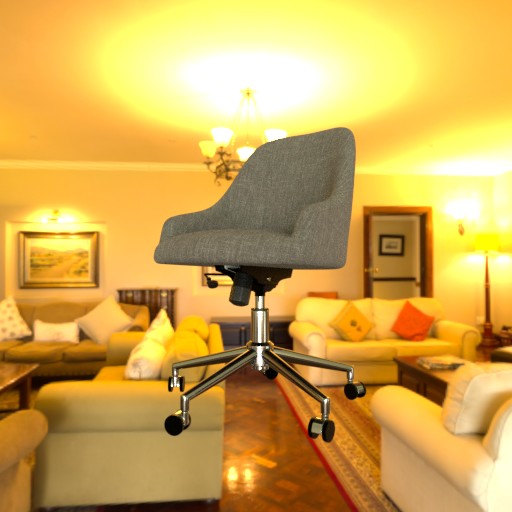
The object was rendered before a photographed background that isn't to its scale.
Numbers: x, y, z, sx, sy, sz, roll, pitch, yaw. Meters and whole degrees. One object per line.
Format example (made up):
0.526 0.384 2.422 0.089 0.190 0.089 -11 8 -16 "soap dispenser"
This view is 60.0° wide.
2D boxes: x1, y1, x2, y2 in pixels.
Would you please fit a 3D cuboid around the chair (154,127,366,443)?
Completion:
0.000 0.000 1.440 0.671 0.950 0.712 -1 -1 35 "chair"
